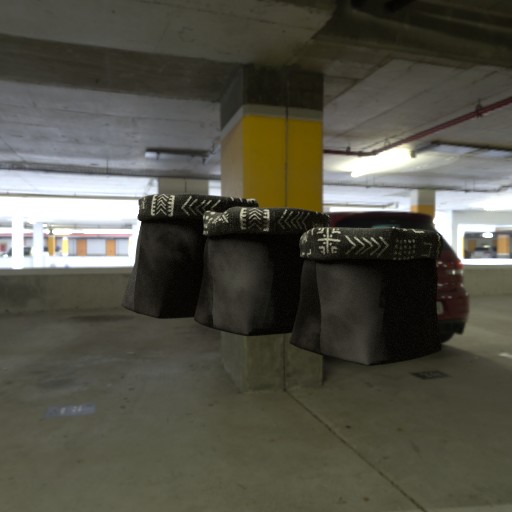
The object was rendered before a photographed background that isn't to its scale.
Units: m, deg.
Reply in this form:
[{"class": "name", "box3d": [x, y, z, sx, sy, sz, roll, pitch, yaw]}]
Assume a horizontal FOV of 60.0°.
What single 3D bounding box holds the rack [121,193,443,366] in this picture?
[{"class": "rack", "box3d": [0.000, 0.000, 1.049, 0.379, 0.323, 0.905, 0, 1, -35]}]
